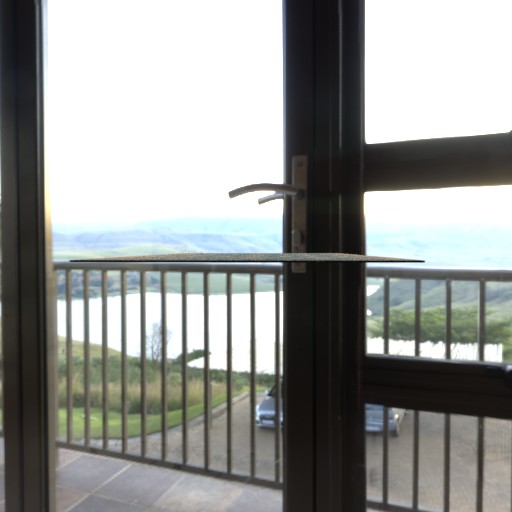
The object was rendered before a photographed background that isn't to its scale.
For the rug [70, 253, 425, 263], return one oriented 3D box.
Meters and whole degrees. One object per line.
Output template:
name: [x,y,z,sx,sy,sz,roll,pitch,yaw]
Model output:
rug: [0.000,0.000,2.245,1.102,0.008,1.795,0,1,2]
